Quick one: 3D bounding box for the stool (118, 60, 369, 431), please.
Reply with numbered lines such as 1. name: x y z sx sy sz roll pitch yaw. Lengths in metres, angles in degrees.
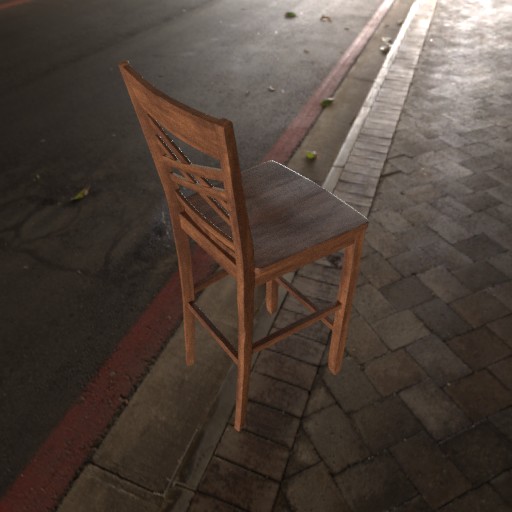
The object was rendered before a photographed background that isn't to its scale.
1. stool: 0.000 0.000 1.335 0.487 1.105 0.433 -26 47 -27
